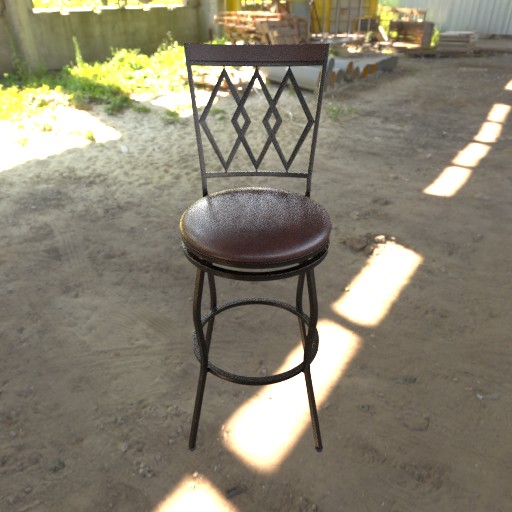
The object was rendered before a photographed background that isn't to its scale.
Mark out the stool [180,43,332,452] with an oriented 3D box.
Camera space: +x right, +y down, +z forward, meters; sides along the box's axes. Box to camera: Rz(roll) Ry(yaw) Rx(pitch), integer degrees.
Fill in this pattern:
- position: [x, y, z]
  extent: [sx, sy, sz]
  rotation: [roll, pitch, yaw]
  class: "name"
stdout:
- position: [0.000, 0.000, 1.345]
  extent: [0.432, 1.134, 0.521]
  rotation: [0, 30, 0]
  class: "stool"
